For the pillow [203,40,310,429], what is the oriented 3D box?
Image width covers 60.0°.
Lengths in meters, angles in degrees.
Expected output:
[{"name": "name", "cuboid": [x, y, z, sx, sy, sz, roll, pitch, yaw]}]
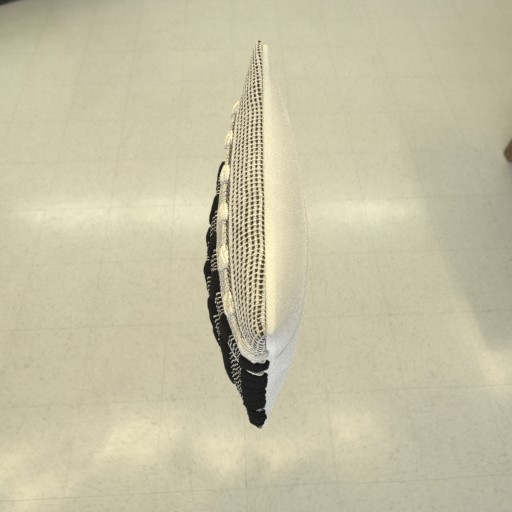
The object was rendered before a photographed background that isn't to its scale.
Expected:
[{"name": "pillow", "cuboid": [0.000, 0.000, 0.682, 0.156, 0.438, 0.436, 0, 59, 0]}]
